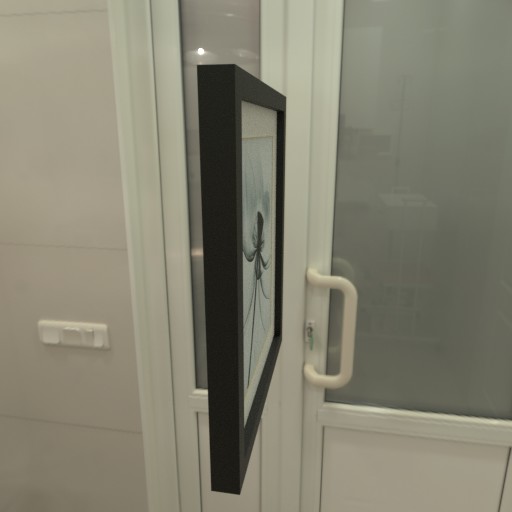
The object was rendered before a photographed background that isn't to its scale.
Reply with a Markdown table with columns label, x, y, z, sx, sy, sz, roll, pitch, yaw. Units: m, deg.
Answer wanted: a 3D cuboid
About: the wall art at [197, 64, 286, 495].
| label | x | y | z | sx | sy | sz | roll | pitch | yaw |
| --- | --- | --- | --- | --- | --- | --- | --- | --- | --- |
| wall art | 0.000 | 0.000 | 0.530 | 0.029 | 0.381 | 0.330 | 3 | 16 | 10 |
